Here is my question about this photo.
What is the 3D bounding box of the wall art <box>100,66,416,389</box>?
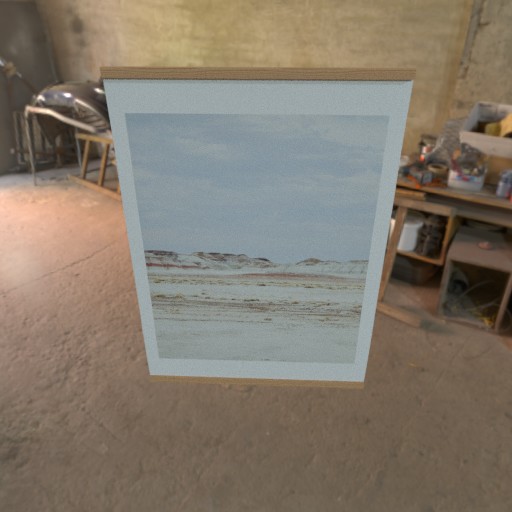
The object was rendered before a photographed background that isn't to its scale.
[{"bbox_3d":[0.000,0.000,1.291,0.739,1.016,0.020,1,30,2],"label":"wall art"}]
